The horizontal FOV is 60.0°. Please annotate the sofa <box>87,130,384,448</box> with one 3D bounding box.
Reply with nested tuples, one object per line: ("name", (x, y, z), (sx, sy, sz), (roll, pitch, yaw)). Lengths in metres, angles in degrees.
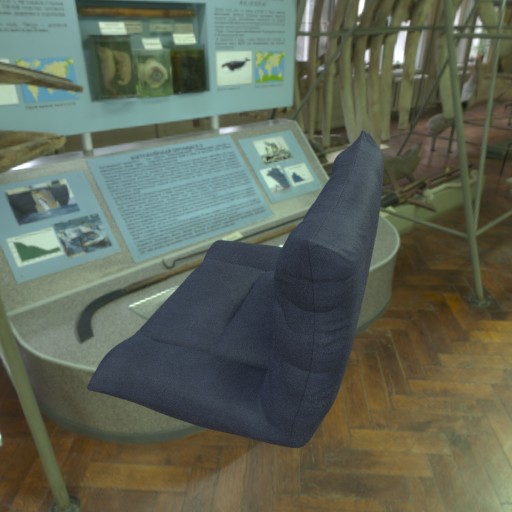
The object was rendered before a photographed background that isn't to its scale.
("sofa", (0.000, 0.000, 1.707), (0.849, 0.778, 1.122), (9, 29, 16))
